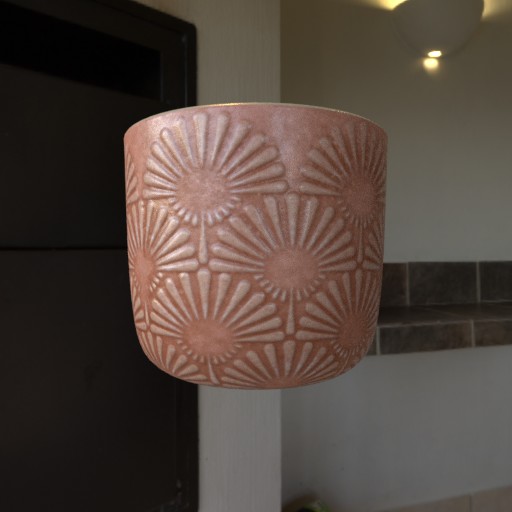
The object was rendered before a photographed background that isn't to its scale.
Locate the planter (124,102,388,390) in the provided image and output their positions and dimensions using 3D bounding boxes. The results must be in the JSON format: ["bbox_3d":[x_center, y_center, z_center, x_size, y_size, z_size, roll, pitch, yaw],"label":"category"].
[{"bbox_3d":[0.000,0.000,0.217,0.124,0.109,0.124,0,0,0],"label":"planter"}]
